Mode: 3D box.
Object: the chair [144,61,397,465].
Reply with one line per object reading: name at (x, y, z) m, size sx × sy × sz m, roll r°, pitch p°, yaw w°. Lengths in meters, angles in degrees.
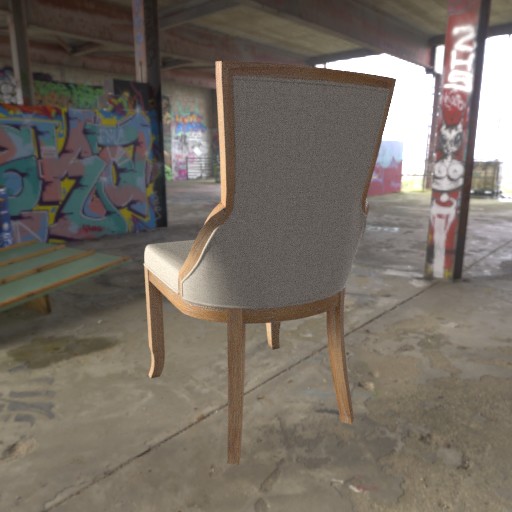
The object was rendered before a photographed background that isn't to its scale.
chair at (0.000, 0.000, 1.308) m, size 0.524 × 0.947 × 0.641 m, roll -7°, pitch 15°, yaw -27°
